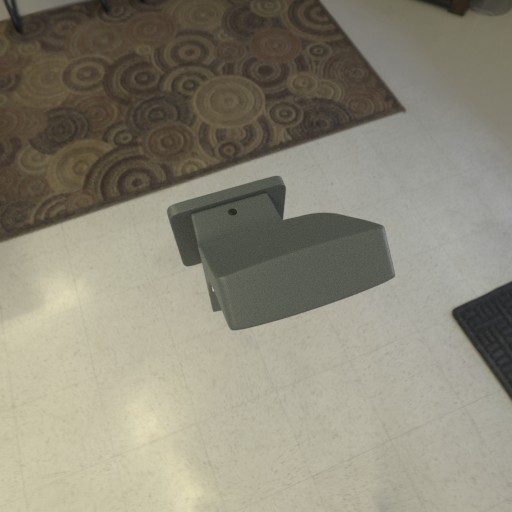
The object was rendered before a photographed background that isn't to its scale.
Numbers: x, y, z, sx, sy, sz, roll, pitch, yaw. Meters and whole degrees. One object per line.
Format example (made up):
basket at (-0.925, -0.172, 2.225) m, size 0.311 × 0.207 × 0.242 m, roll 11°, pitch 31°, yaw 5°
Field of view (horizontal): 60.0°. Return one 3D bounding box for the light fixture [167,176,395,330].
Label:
light fixture at (0.000, 0.000, 0.333) m, size 0.108 × 0.243 × 0.174 m, roll -17°, pitch 63°, yaw -9°
